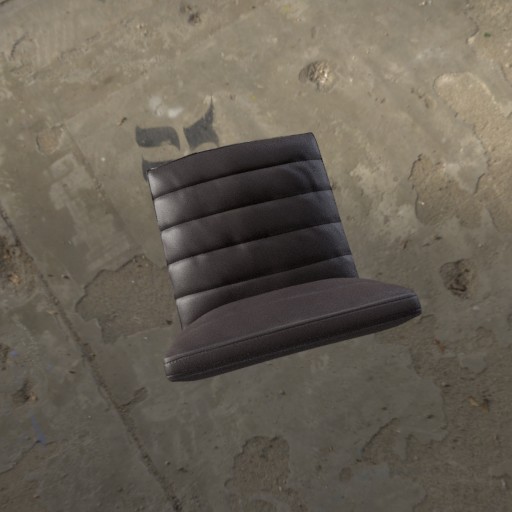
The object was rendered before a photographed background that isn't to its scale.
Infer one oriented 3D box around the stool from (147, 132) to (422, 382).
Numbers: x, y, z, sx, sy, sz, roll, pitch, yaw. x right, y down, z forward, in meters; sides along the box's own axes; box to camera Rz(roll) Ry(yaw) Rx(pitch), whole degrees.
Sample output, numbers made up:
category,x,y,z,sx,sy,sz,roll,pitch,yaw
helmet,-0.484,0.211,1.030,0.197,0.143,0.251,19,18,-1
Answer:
category,x,y,z,sx,sy,sz,roll,pitch,yaw
stool,0.000,0.000,1.229,0.463,0.946,0.562,-14,77,-3
